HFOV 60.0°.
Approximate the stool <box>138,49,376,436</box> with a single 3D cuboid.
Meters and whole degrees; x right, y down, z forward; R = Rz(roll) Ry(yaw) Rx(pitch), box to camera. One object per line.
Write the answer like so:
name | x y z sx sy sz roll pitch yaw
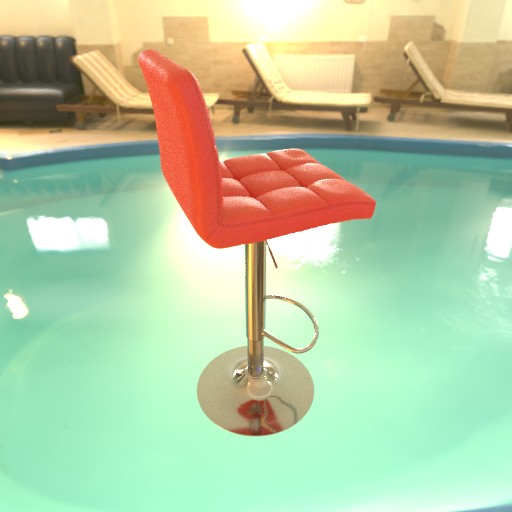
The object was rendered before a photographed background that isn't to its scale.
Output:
stool | 0.000 0.000 1.326 0.505 1.115 0.430 -11 33 -18
